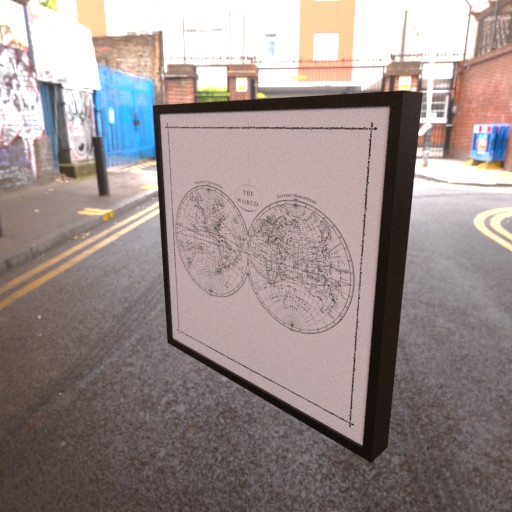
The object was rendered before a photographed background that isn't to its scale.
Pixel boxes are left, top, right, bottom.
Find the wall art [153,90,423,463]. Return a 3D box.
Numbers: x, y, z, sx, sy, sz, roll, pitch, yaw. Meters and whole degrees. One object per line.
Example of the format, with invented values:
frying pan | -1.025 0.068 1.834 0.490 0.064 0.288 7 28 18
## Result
wall art | 0.000 0.000 0.479 0.029 0.318 0.327 -15 22 -42
